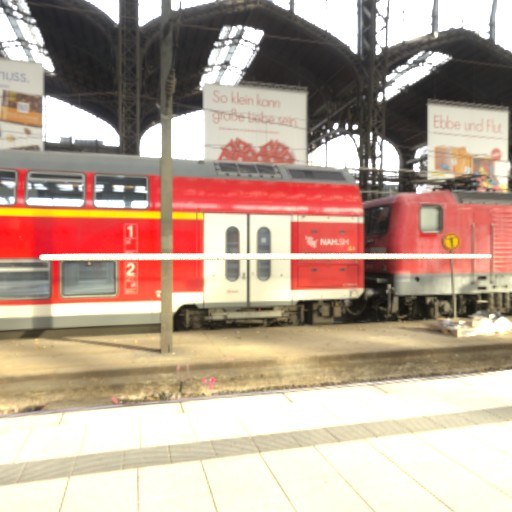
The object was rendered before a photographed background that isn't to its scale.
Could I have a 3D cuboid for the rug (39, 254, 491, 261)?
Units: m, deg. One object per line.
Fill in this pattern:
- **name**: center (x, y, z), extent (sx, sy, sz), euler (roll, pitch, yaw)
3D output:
- **rug**: center (0.000, 0.000, 3.384), extent (2.743, 0.030, 1.778), euler (0, 0, -17)
